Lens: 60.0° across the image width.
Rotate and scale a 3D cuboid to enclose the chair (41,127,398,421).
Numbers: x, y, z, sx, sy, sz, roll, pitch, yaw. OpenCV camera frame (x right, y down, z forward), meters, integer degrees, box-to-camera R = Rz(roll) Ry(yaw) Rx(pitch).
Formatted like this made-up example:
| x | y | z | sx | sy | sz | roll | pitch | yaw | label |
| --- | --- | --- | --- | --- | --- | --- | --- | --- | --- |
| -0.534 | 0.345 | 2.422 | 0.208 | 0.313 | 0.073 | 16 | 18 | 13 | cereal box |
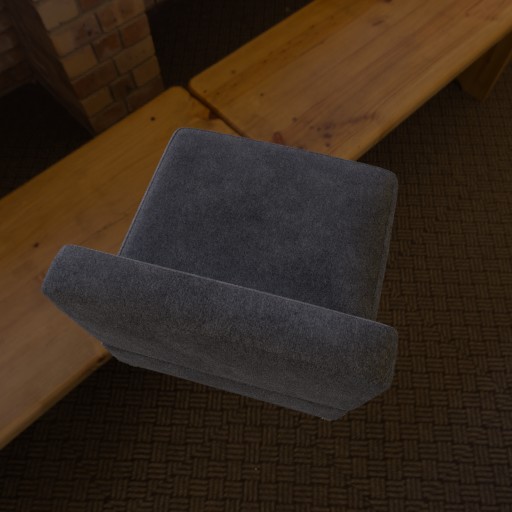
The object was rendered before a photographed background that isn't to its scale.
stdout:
| x | y | z | sx | sy | sz | roll | pitch | yaw | label |
| --- | --- | --- | --- | --- | --- | --- | --- | --- | --- |
| 0.000 | 0.000 | 1.210 | 0.680 | 0.660 | 0.680 | 14 | 65 | 6 | chair |
